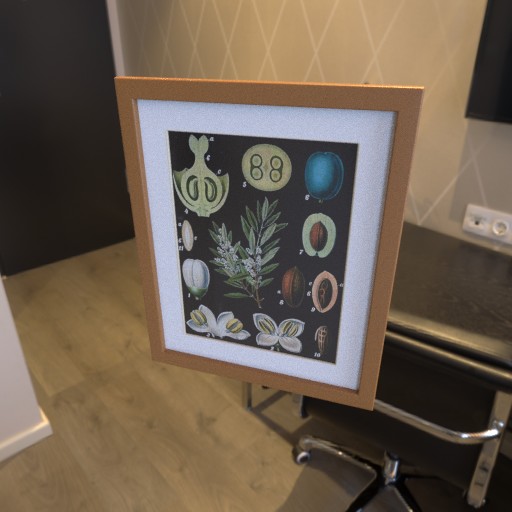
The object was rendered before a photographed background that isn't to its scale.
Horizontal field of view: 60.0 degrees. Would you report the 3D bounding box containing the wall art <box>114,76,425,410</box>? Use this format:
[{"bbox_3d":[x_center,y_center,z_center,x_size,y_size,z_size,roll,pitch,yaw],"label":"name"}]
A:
[{"bbox_3d":[0.000,0.000,0.515,0.310,0.379,0.015,8,28,16],"label":"wall art"}]
